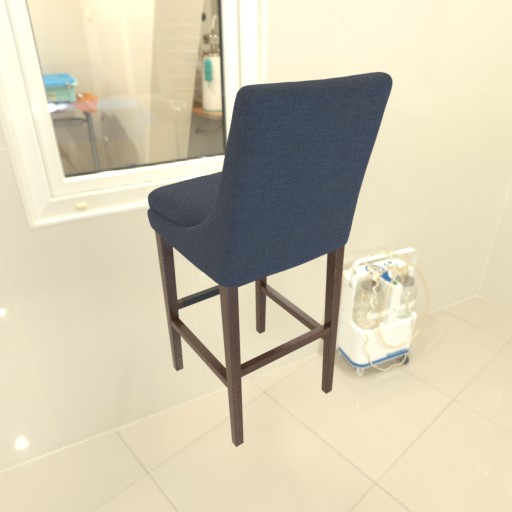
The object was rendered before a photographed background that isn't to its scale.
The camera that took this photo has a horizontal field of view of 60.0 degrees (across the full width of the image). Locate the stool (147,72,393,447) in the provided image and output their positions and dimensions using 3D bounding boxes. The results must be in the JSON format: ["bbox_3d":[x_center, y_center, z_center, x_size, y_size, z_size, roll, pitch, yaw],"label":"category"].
[{"bbox_3d":[0.000,0.000,1.369,0.470,1.078,0.577,-19,34,-30],"label":"stool"}]
